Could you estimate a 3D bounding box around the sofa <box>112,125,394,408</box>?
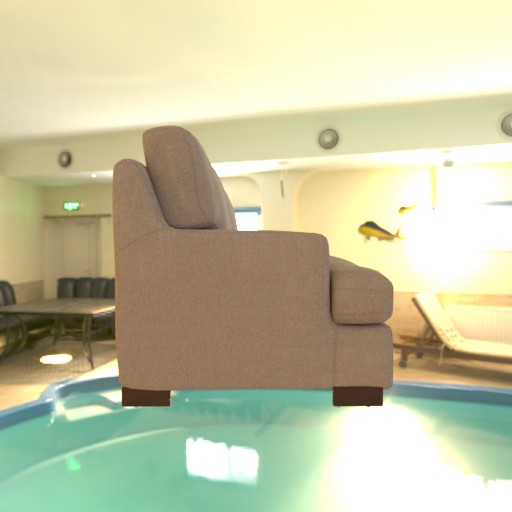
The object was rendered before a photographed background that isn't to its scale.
[{"bbox_3d":[0.000,0.000,2.368,0.962,0.980,1.855,0,1,0],"label":"sofa"}]
